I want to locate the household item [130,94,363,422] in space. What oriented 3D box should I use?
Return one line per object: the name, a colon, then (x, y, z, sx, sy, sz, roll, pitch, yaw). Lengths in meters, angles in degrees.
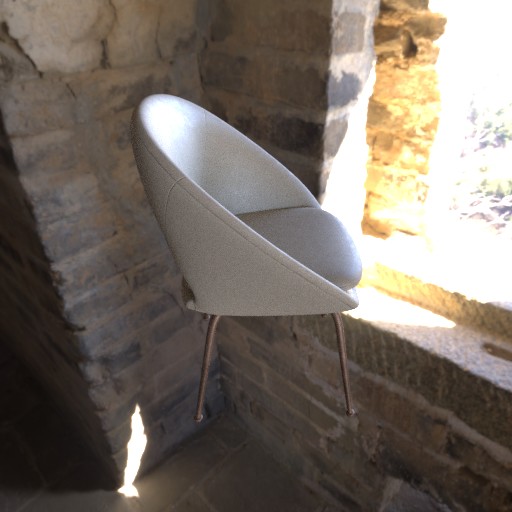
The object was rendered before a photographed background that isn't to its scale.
household item: (0.000, 0.000, 1.255, 0.573, 0.852, 0.623, -1, 33, -2)
